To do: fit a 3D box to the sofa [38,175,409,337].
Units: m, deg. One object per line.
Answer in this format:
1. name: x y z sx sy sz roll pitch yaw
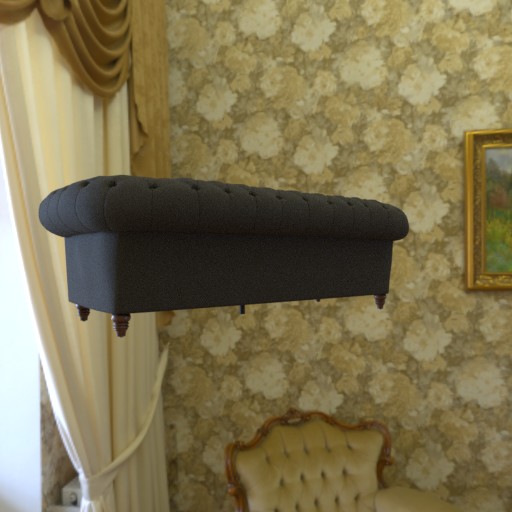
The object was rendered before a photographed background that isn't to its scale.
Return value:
1. sofa: 0.000 0.000 2.793 2.362 0.762 0.991 0 0 -36
